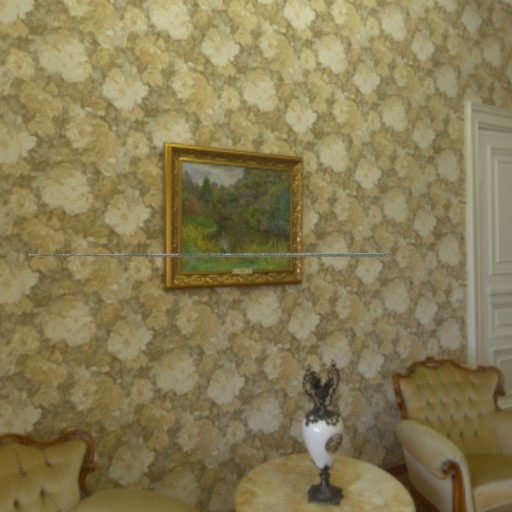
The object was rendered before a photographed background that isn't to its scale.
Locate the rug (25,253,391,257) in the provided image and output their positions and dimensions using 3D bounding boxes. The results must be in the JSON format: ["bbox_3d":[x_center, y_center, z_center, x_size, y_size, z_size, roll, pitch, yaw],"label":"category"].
[{"bbox_3d":[0.000,0.000,4.182,2.436,0.007,3.045,0,0,17],"label":"rug"}]
